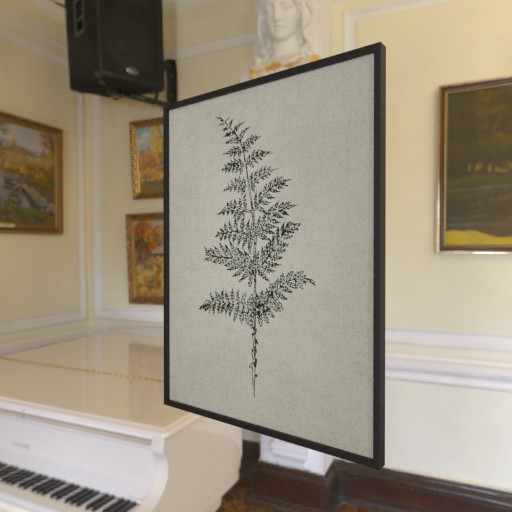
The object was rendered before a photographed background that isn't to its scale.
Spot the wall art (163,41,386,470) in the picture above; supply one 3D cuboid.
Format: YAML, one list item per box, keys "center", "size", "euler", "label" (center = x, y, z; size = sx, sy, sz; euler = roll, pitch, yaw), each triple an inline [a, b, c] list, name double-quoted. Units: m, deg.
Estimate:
- center: [0.000, 0.000, 1.361]
  size: [0.802, 1.070, 0.036]
  euler: [0, 1, 37]
  label: "wall art"
